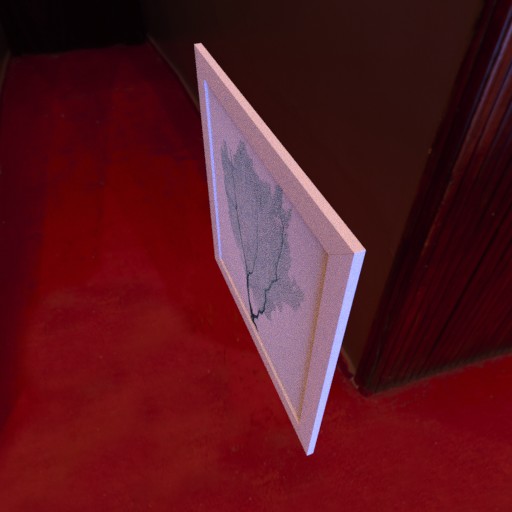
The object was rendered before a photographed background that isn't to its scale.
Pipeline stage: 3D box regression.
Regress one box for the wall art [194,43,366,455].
[{"bbox_3d":[0.000,0.000,0.844,0.015,0.577,0.572,-16,49,-15],"label":"wall art"}]
